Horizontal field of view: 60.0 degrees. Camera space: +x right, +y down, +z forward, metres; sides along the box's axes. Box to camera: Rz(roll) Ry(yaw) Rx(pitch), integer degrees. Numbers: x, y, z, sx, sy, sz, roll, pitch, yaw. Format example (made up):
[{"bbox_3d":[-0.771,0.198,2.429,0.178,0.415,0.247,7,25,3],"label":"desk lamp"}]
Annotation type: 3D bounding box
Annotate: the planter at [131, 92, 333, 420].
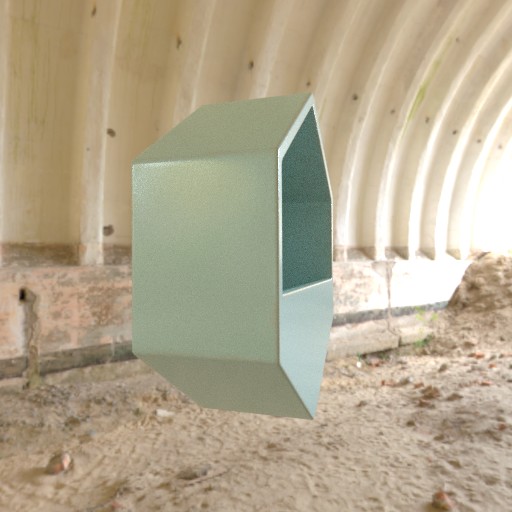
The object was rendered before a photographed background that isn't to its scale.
[{"bbox_3d":[0.000,0.000,0.291,0.078,0.207,0.169,0,0,18],"label":"planter"}]
